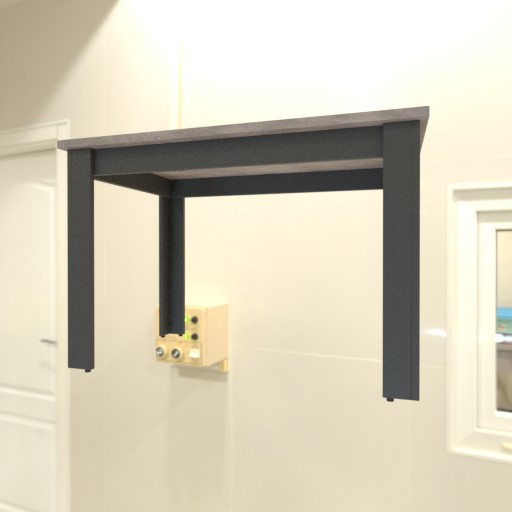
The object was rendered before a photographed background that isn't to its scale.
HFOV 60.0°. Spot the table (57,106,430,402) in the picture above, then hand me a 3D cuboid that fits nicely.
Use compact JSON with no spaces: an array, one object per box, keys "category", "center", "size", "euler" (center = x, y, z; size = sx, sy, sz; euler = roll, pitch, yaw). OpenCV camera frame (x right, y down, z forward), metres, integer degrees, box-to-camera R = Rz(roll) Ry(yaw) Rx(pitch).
[{"category":"table","center":[0.000,0.000,1.572],"size":[1.100,0.734,0.700],"euler":[0,0,17]}]
